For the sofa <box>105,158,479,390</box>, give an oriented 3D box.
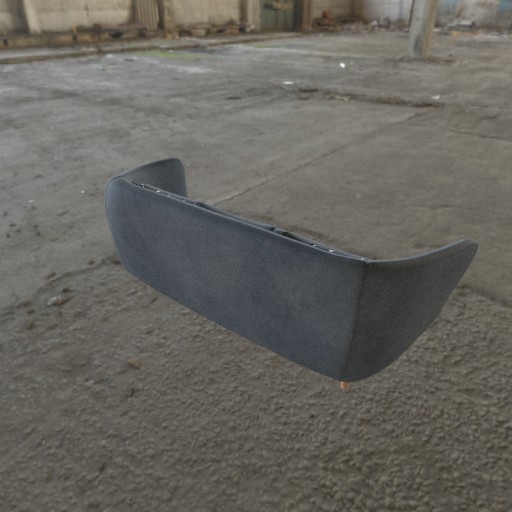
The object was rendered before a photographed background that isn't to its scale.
[{"bbox_3d":[0.000,0.000,2.542,2.095,0.795,0.849,21,36,33],"label":"sofa"}]
